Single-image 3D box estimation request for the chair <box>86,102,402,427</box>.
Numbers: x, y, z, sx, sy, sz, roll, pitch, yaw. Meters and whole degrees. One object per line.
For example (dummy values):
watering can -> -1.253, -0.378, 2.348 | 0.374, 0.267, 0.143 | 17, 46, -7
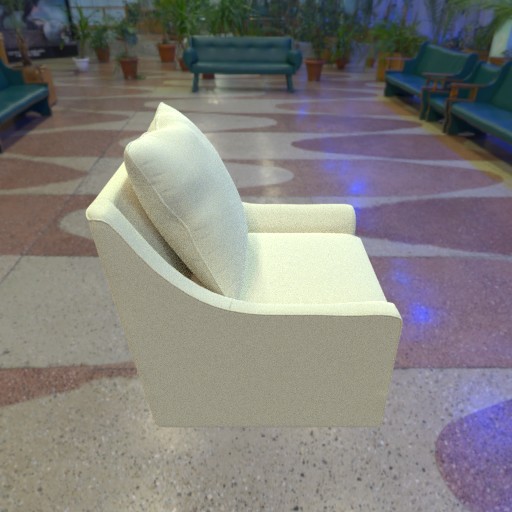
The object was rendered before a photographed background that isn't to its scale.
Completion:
chair -> 0.000, 0.000, 1.594 | 0.876, 0.965, 0.756 | 0, 31, 0
